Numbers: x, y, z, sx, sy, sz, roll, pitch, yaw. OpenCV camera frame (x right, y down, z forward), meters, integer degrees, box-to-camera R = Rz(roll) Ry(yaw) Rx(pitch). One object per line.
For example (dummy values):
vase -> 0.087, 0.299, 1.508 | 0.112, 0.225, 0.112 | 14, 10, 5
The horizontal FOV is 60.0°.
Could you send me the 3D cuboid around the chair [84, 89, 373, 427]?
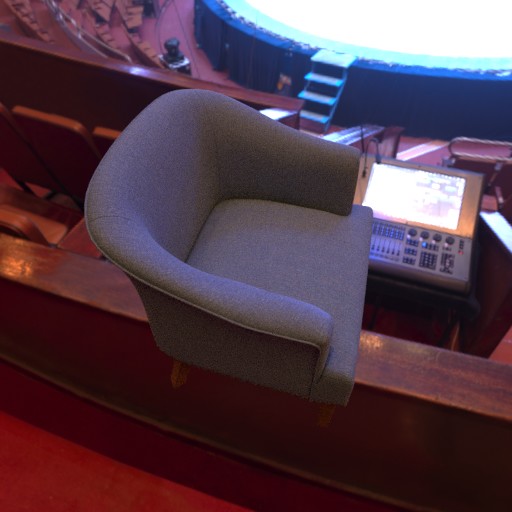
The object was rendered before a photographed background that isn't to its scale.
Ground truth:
chair -> 0.000, 0.000, 1.399 | 0.704, 0.815, 0.798 | 11, 48, 10
